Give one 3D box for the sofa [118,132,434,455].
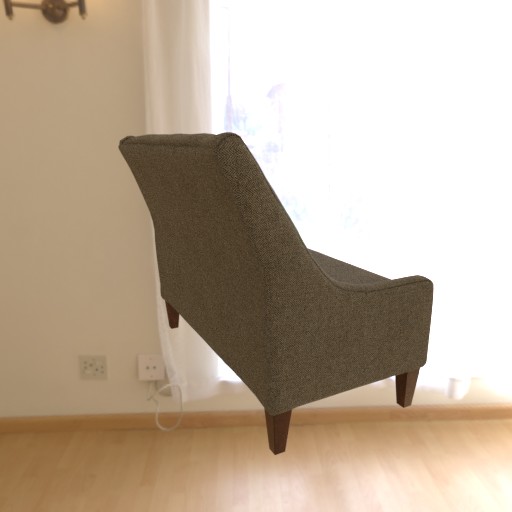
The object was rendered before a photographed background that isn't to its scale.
[{"bbox_3d":[0.000,0.000,1.925,0.870,1.021,1.242,-8,16,-27],"label":"sofa"}]
